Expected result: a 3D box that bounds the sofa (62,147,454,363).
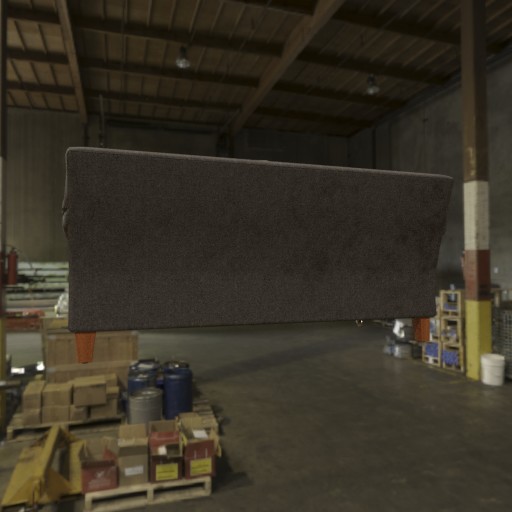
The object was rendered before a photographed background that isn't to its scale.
[{"bbox_3d":[0.000,0.000,2.754,2.160,1.054,1.087,0,-1,-18],"label":"sofa"}]
